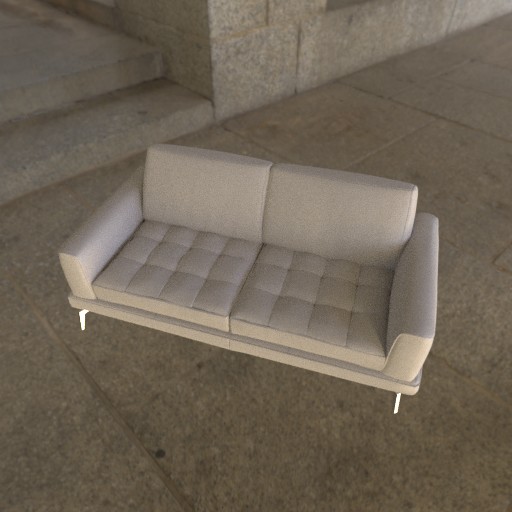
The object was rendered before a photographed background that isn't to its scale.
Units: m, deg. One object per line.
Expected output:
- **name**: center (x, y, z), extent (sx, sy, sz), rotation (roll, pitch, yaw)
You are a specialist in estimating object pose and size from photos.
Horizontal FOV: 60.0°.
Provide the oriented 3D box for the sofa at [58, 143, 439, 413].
- **sofa**: center (0.000, 0.000, 2.795), extent (2.177, 0.930, 1.121), rotation (12, 43, 13)
